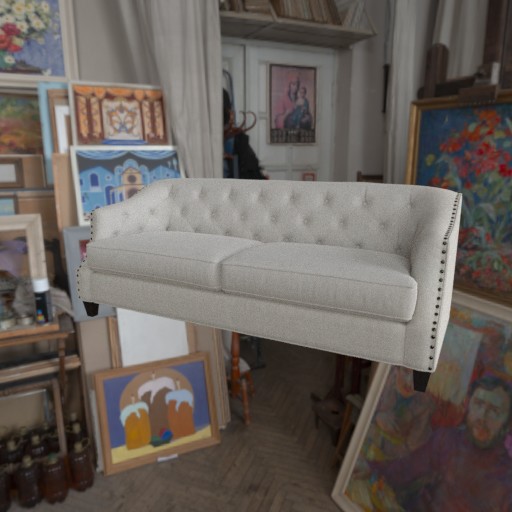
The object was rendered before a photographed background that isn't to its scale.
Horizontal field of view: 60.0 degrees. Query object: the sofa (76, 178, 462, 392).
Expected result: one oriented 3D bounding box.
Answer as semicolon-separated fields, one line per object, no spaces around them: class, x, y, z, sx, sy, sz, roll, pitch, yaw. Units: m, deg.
sofa;0.000;0.000;2.768;2.235;0.901;0.914;7;14;27
